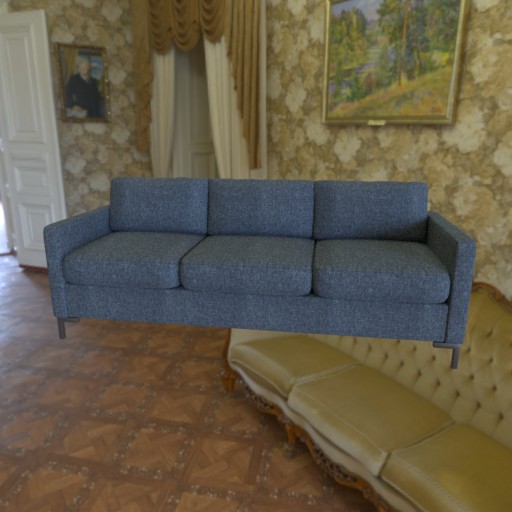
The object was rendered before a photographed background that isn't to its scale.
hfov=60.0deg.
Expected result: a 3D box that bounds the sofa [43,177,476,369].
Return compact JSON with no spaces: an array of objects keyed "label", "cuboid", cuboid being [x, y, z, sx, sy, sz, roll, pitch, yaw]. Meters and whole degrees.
[{"label":"sofa","cuboid":[0.000,0.000,2.661,2.218,0.874,0.859,2,16,9]}]
